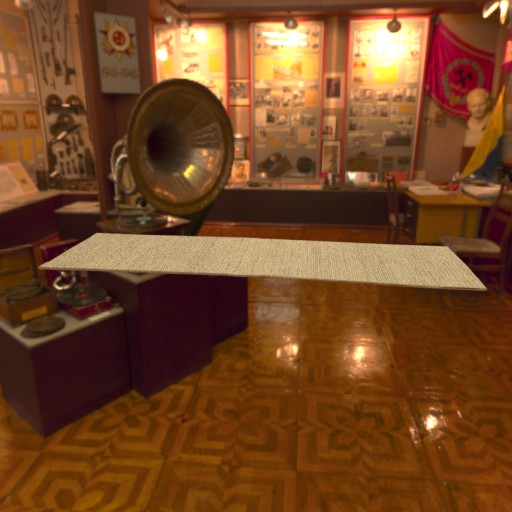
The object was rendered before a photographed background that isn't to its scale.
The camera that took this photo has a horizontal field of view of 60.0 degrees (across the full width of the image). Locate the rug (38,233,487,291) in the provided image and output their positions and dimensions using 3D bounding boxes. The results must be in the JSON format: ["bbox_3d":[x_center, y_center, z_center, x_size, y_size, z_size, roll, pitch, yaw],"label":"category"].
[{"bbox_3d":[0.000,0.000,2.575,2.320,0.032,0.692,3,18,8],"label":"rug"}]
